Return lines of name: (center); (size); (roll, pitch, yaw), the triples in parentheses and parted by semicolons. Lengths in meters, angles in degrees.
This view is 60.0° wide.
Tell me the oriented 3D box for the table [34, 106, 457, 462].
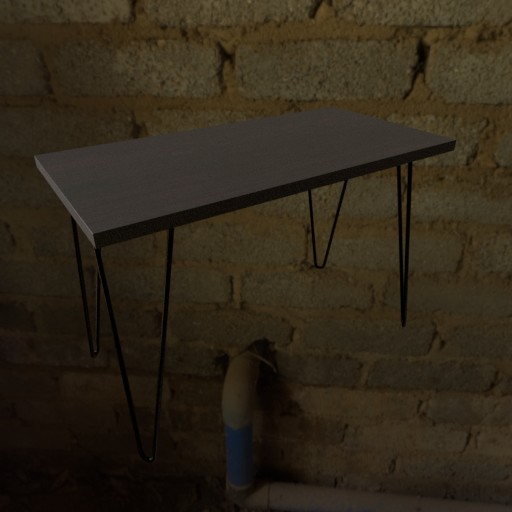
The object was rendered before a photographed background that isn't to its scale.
table: (0.000, 0.000, 1.326); (0.991, 0.660, 0.499); (-19, 36, -28)
